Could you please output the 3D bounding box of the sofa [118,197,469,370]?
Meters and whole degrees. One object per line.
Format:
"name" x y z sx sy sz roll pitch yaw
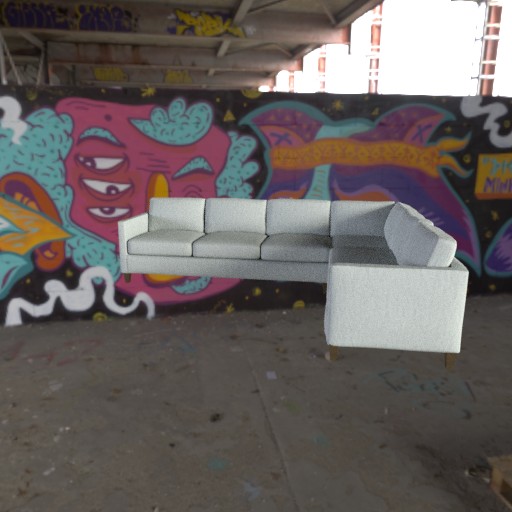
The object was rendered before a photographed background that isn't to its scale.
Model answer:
"sofa" 0.000 0.000 4.436 3.333 0.934 2.522 2 14 10
